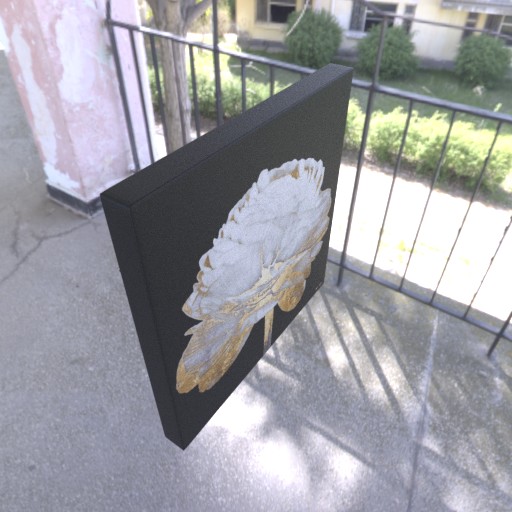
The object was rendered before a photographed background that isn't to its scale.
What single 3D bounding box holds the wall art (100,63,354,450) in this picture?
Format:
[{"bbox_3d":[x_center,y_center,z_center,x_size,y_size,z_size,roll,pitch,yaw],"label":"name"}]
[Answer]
[{"bbox_3d":[0.000,0.000,0.613,0.041,0.407,0.406,24,46,26],"label":"wall art"}]
